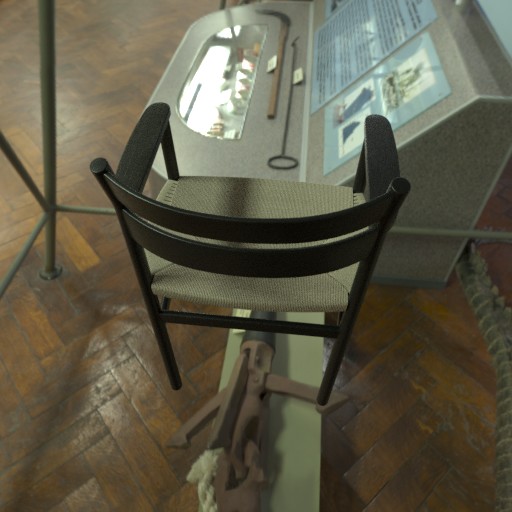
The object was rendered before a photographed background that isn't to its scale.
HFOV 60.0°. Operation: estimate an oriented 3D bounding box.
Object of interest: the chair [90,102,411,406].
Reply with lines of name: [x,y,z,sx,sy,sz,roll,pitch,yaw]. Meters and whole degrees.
chair: [0.000,0.000,1.168,0.630,0.775,0.508,5,47,4]
